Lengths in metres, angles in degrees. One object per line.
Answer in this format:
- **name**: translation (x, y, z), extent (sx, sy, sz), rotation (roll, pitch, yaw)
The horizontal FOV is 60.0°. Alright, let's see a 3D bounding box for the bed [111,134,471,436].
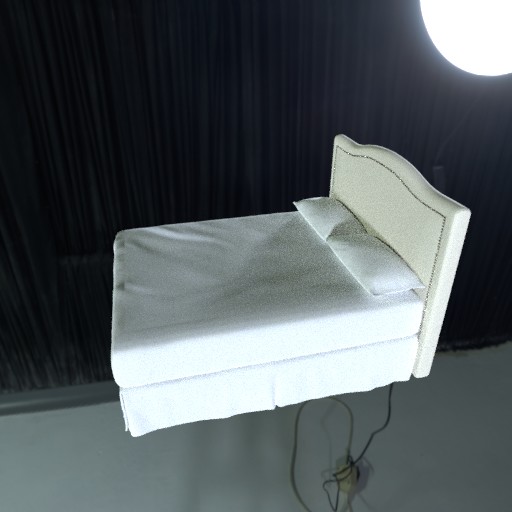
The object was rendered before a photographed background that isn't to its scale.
- **bed**: translation (0.000, 0.000, 3.356), extent (2.143, 1.460, 1.753), rotation (-7, 30, -13)
